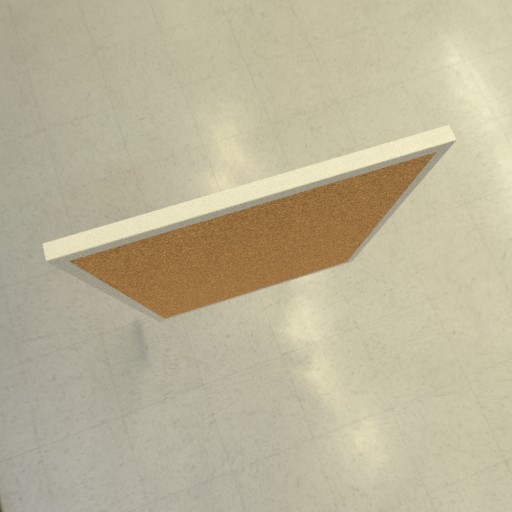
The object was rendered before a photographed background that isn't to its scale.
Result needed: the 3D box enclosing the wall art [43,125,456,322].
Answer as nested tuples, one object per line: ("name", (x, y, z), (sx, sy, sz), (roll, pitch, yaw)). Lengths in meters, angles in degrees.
("wall art", (0.000, 0.000, 0.718), (0.444, 0.536, 0.020), (-17, 76, -4))
